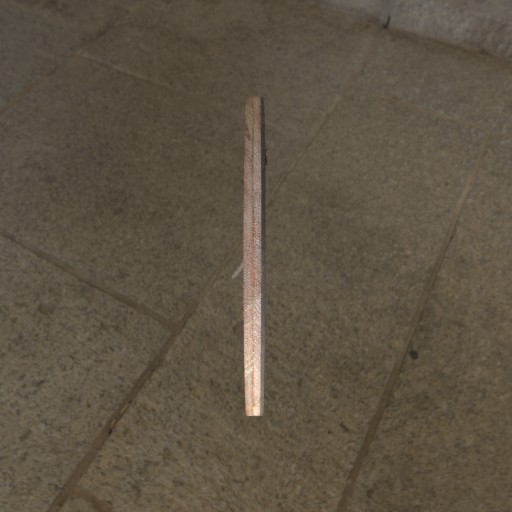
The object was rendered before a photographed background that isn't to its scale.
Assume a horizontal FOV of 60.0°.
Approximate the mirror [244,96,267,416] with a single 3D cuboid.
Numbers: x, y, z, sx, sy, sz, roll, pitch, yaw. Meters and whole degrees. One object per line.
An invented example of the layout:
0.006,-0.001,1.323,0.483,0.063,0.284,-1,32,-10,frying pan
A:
0.000,0.000,1.050,0.038,0.710,0.710,0,58,0,mirror
